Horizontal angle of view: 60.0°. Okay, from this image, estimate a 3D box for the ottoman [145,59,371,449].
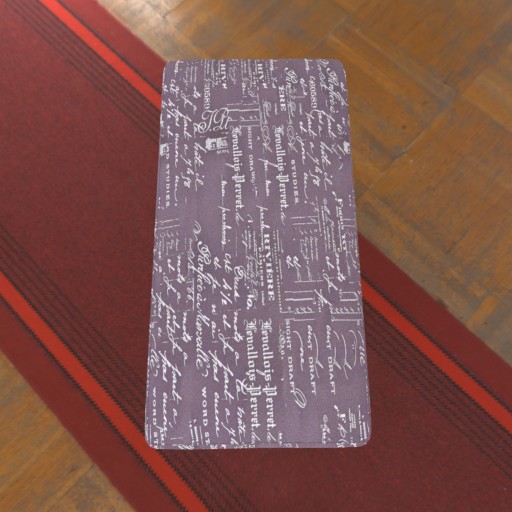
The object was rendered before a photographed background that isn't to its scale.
[{"bbox_3d":[0.000,0.000,1.068,0.406,0.457,0.813,-1,75,0],"label":"ottoman"}]
